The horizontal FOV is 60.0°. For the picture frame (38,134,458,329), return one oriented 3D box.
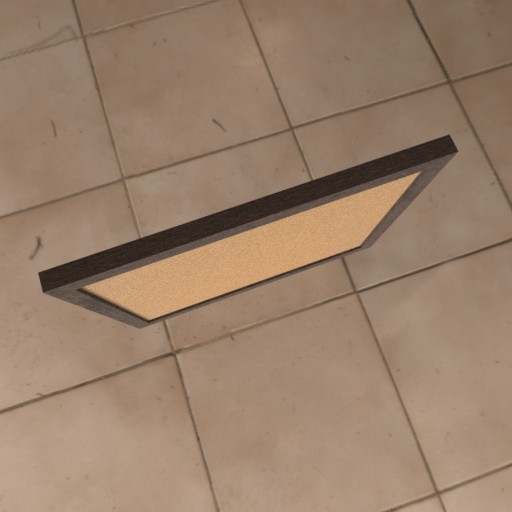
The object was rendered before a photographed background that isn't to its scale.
[{"bbox_3d":[0.000,0.000,0.772,0.546,0.455,0.026,-19,76,-5],"label":"picture frame"}]
